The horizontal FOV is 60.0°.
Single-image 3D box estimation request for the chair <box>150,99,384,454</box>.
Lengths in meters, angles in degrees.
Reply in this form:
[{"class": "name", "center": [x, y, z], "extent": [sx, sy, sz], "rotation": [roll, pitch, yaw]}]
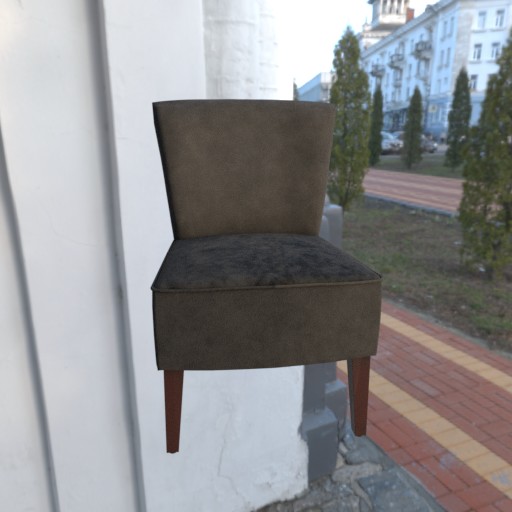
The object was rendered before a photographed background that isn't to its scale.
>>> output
[{"class": "chair", "center": [0.000, 0.000, 1.158], "extent": [0.521, 0.806, 0.554], "rotation": [-2, 16, -8]}]
